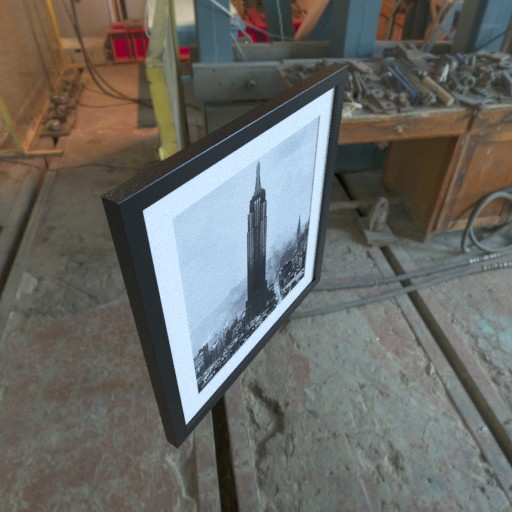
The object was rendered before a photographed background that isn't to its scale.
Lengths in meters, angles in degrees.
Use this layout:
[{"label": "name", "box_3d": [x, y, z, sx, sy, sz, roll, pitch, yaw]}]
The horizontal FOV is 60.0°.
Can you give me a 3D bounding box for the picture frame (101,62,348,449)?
[{"label": "picture frame", "box_3d": [0.000, 0.000, 0.838, 0.029, 0.557, 0.559, 25, 46, 26]}]
